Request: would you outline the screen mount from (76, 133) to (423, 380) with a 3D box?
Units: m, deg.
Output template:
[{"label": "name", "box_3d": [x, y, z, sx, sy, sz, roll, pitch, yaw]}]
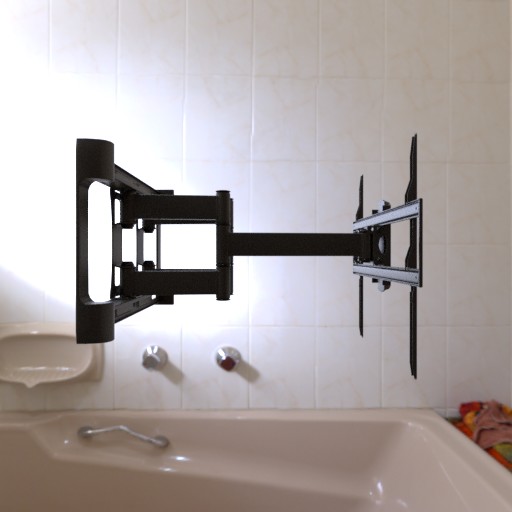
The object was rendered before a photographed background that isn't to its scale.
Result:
[{"label": "screen mount", "box_3d": [0.000, 0.000, 0.956, 0.556, 0.424, 0.571, 0, 0, 0]}]
